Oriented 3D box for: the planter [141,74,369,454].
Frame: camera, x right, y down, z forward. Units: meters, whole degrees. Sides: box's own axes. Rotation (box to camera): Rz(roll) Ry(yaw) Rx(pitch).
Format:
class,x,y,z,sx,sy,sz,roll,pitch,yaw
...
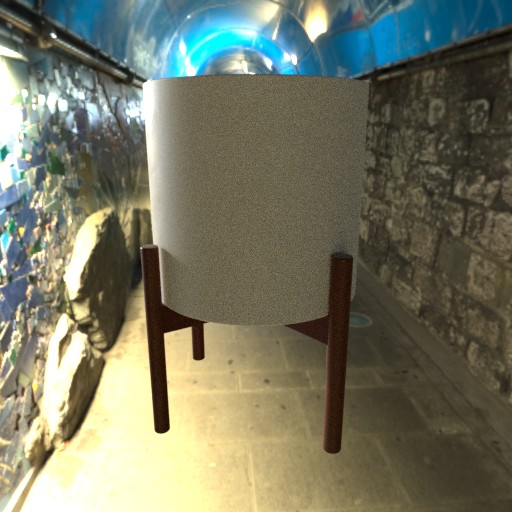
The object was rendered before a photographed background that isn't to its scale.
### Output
class,x,y,z,sx,sy,sz,roll,pitch,yaw
planter,0.000,0.000,0.934,0.417,0.670,0.417,2,17,8
